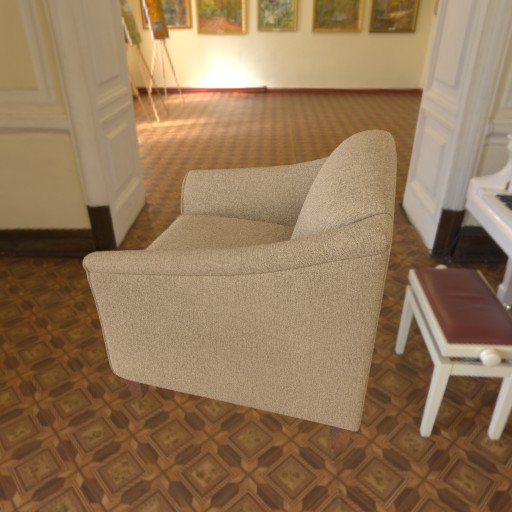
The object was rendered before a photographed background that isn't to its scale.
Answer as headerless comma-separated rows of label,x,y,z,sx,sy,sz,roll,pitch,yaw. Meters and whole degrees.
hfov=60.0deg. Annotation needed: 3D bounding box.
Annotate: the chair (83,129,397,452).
chair,0.000,0.000,1.461,0.787,0.839,0.763,8,31,13
